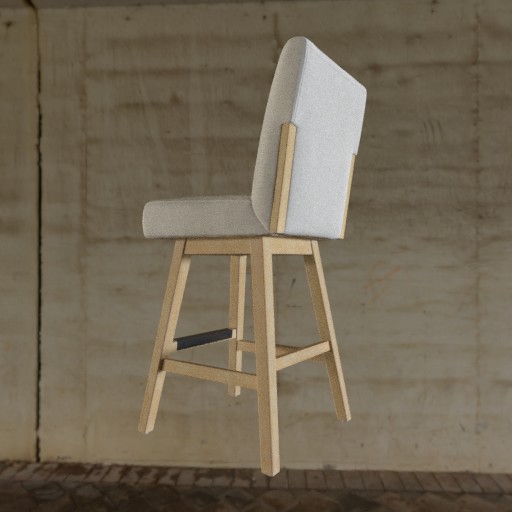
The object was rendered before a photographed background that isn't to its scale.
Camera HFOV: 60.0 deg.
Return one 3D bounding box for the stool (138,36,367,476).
[{"bbox_3d":[0.000,0.000,1.306,0.543,1.015,0.446,0,0,35],"label":"stool"}]
